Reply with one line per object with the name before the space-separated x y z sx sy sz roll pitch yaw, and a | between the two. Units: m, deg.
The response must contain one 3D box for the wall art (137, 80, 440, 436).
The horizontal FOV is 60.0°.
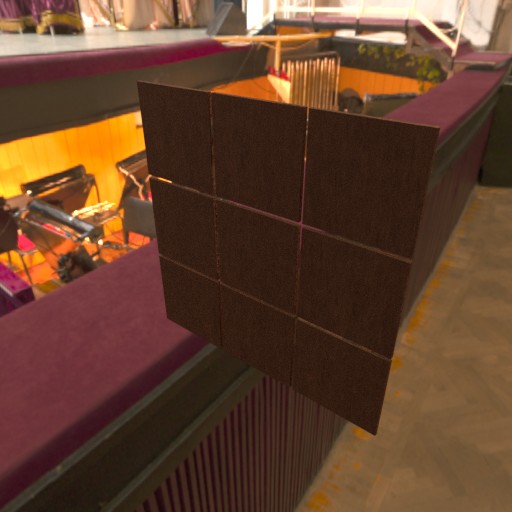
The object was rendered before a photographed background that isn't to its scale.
wall art | 0.000 0.000 1.344 0.915 0.914 0.013 22 37 32
